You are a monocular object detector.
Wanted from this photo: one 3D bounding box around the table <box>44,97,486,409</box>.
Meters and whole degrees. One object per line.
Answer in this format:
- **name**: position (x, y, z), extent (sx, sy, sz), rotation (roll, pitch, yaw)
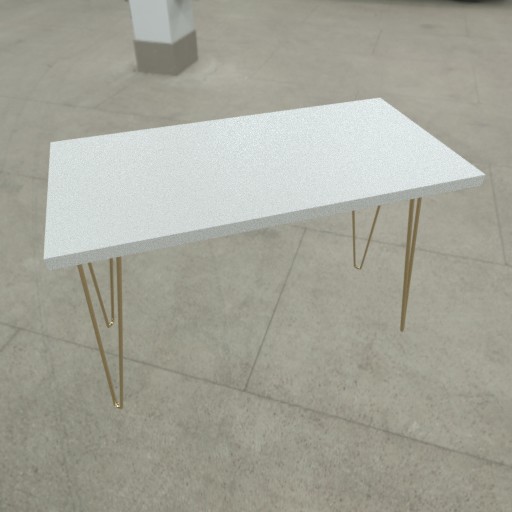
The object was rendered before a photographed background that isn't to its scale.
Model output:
- **table**: position (0.000, 0.000, 1.334), extent (0.991, 0.660, 0.498), rotation (-12, 42, -13)
